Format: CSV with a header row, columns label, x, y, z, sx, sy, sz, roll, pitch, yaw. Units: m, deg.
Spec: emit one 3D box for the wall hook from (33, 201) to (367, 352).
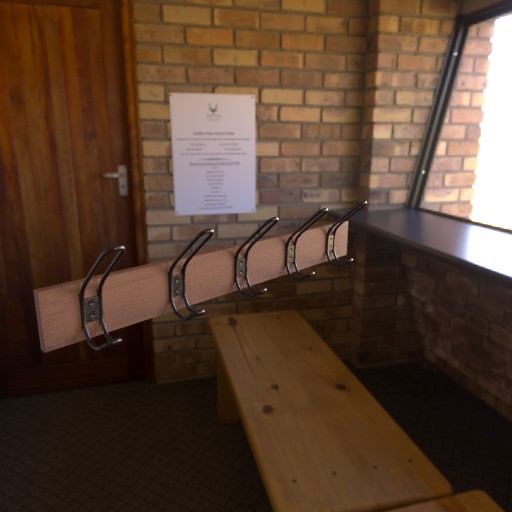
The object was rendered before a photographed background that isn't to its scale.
label,x,y,z,sx,sy,sz,roll,pitch,yaw
wall hook,0.000,0.000,0.606,0.076,0.116,0.554,13,19,42
